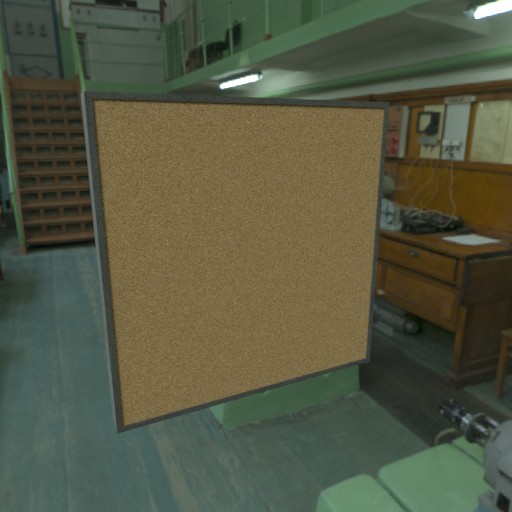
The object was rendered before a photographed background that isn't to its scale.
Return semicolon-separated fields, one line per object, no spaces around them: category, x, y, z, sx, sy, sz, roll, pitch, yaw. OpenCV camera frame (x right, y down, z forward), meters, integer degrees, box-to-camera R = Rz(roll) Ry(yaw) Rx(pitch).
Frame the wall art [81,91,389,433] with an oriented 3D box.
wall art;0.000;0.000;0.755;0.507;0.507;0.037;-8;17;-26
